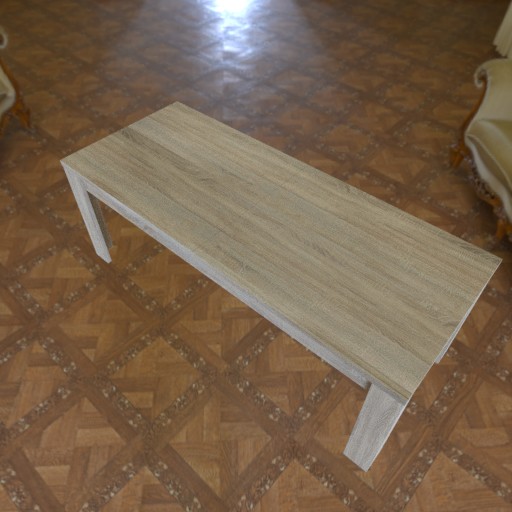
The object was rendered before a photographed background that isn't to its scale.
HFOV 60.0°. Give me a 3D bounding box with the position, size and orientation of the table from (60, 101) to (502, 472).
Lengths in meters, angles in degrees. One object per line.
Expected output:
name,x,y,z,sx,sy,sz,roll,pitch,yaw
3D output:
table,0.000,0.000,2.571,2.200,0.790,0.900,33,55,26
